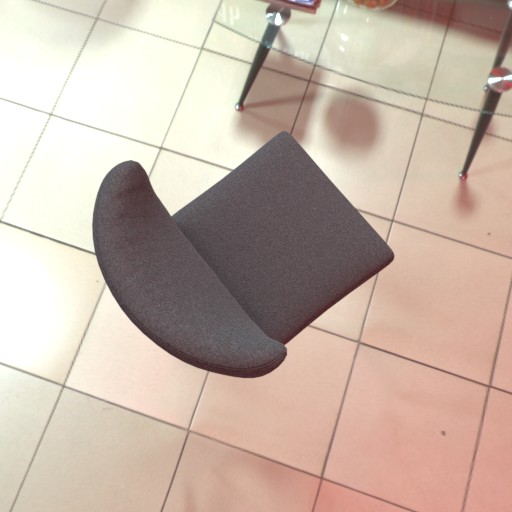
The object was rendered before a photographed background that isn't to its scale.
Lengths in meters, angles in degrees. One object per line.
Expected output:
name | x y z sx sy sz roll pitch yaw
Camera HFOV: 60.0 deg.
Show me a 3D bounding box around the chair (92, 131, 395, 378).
chair | 0.000 0.000 1.193 0.592 0.839 0.491 -38 80 -8
